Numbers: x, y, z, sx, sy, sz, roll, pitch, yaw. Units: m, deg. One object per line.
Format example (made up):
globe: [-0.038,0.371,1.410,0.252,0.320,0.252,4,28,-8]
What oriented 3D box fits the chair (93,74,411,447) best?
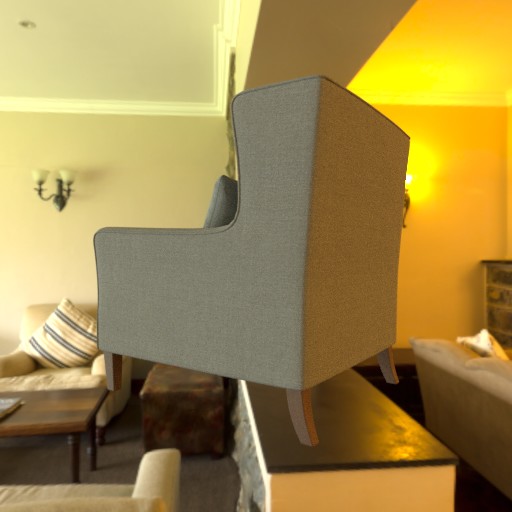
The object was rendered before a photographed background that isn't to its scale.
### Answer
chair: [0.000,0.000,1.802,1.040,1.056,0.866,0,0,35]
